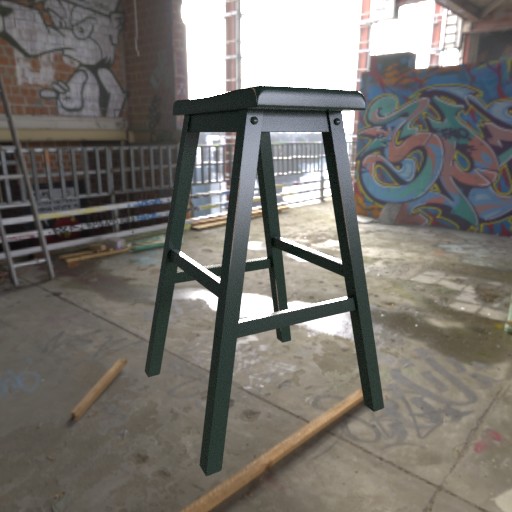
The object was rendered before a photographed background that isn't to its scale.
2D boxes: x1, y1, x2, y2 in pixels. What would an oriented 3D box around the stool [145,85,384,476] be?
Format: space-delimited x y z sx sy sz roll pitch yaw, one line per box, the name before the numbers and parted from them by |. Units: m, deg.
stool | 0.000 0.000 1.084 0.476 0.737 0.457 -8 18 -27
